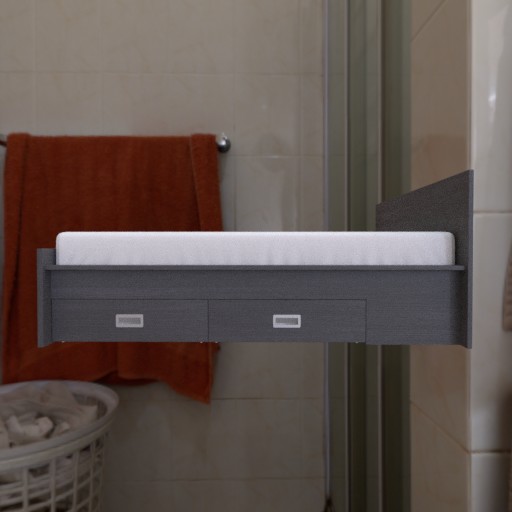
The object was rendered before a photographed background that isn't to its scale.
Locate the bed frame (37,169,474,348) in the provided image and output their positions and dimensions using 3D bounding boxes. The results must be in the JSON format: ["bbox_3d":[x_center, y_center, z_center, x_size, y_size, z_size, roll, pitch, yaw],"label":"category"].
[{"bbox_3d":[0.000,0.000,2.803,1.960,0.800,1.622,0,1,1],"label":"bed frame"}]
